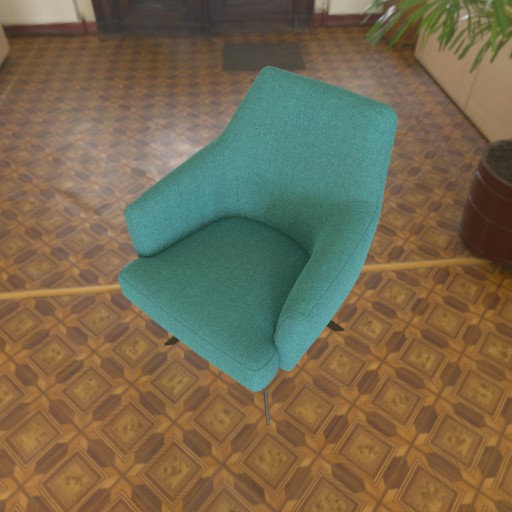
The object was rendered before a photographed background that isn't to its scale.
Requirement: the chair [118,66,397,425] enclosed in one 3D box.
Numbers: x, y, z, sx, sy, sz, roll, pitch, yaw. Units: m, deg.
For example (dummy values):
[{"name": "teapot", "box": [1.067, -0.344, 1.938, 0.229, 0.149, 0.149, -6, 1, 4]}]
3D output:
[{"name": "chair", "box": [0.000, 0.000, 1.367, 0.642, 0.874, 0.677, 30, 53, 26]}]
